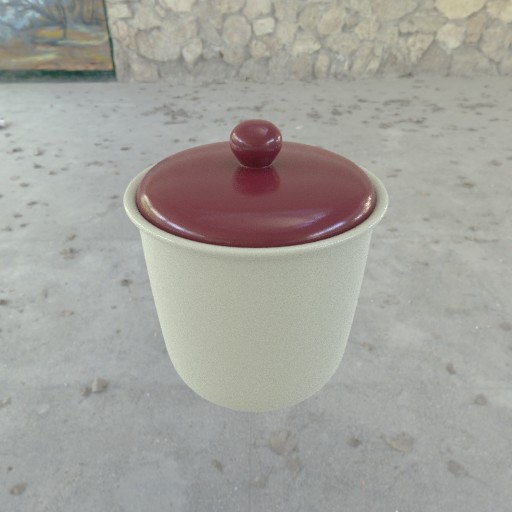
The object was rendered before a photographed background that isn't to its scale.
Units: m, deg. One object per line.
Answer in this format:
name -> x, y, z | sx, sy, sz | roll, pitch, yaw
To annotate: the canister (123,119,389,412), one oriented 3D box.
canister -> 0.000, 0.000, 0.344 | 0.182, 0.208, 0.182 | 0, 32, 0
